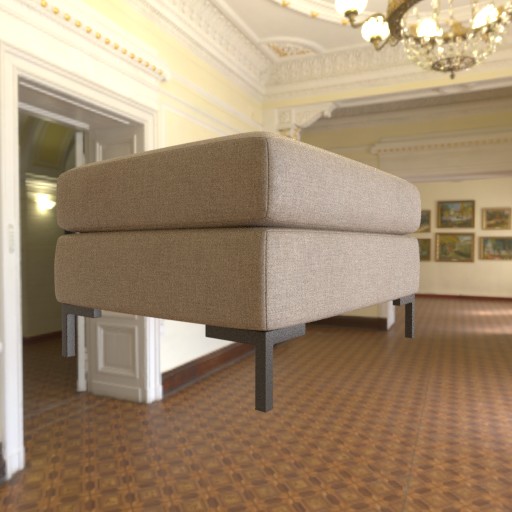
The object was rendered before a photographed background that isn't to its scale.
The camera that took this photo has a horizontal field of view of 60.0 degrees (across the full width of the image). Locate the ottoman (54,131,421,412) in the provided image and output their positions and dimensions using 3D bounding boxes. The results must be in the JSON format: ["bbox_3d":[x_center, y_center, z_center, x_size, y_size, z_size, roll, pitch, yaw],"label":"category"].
[{"bbox_3d":[0.000,0.000,1.206,0.671,0.490,0.820,1,1,37],"label":"ottoman"}]
